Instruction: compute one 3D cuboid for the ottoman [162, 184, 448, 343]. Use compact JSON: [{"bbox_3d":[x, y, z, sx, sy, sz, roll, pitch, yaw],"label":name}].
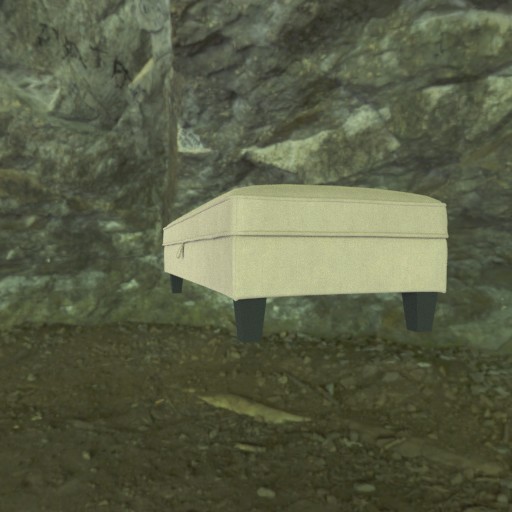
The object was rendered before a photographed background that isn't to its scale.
[{"bbox_3d":[0.000,0.000,2.049,0.735,0.460,1.726,0,0,-18],"label":"ottoman"}]
